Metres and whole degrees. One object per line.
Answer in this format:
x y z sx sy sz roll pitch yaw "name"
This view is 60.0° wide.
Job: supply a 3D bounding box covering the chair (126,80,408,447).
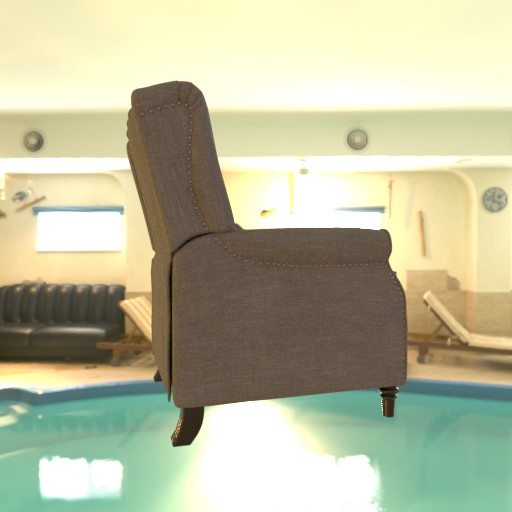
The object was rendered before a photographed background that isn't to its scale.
0.000 0.000 1.612 0.898 1.035 0.742 0 1 -17 "chair"
